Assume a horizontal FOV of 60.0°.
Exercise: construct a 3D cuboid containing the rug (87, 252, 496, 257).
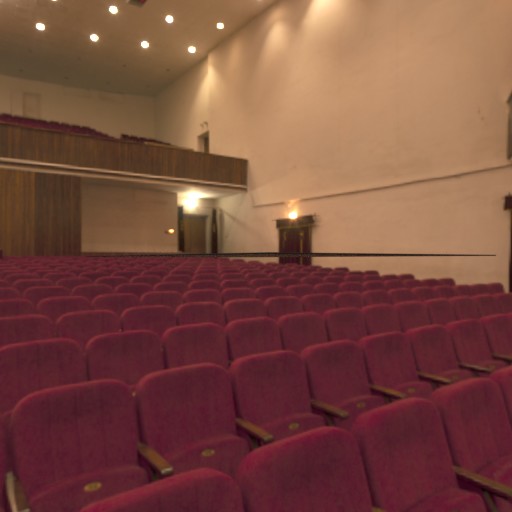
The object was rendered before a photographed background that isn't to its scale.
[{"bbox_3d":[0.000,0.000,2.268,1.200,0.005,1.819,0,-1,-36],"label":"rug"}]
